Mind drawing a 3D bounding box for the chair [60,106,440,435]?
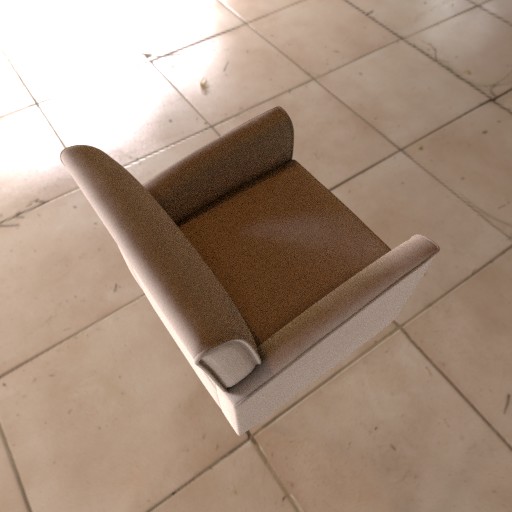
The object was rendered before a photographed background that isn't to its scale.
[{"bbox_3d":[0.000,0.000,1.541,0.820,0.915,0.820,-31,62,-18],"label":"chair"}]
